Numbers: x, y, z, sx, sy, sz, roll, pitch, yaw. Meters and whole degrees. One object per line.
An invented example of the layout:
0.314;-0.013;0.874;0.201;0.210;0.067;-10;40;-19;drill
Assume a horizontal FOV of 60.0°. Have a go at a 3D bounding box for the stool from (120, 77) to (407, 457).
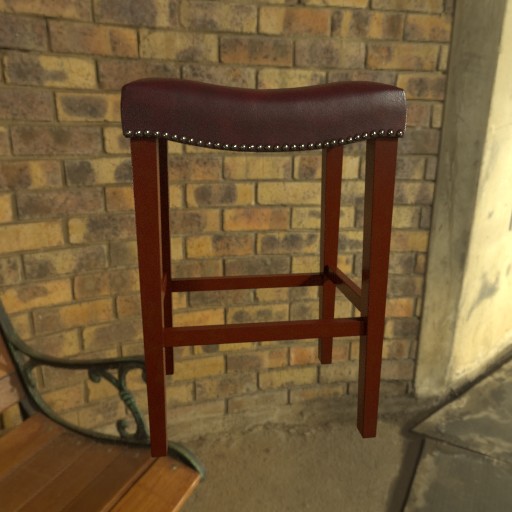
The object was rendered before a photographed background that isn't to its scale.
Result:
0.000;0.000;1.012;0.504;0.742;0.372;-2;15;-7;stool
